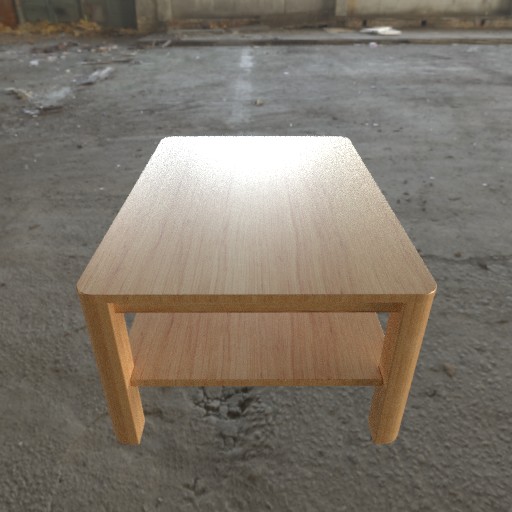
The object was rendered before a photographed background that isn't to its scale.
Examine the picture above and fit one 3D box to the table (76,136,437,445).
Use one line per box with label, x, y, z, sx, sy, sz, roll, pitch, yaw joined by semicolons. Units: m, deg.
table;0.000;0.000;1.364;0.696;0.445;0.997;0;32;0
